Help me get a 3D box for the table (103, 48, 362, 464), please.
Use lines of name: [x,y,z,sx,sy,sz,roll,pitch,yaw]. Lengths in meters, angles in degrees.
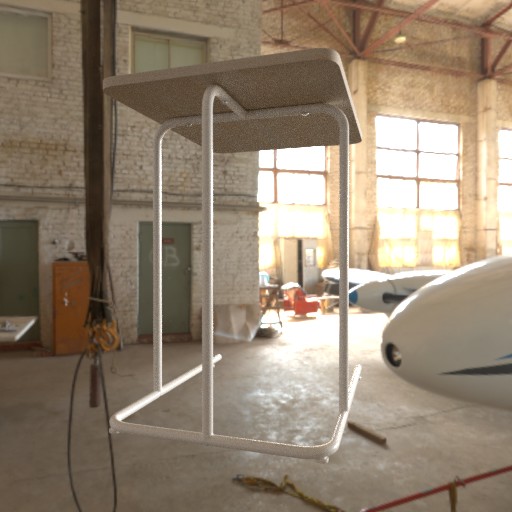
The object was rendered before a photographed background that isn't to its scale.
table: [0.000,0.000,0.859,0.370,0.550,0.480,0,1,17]
